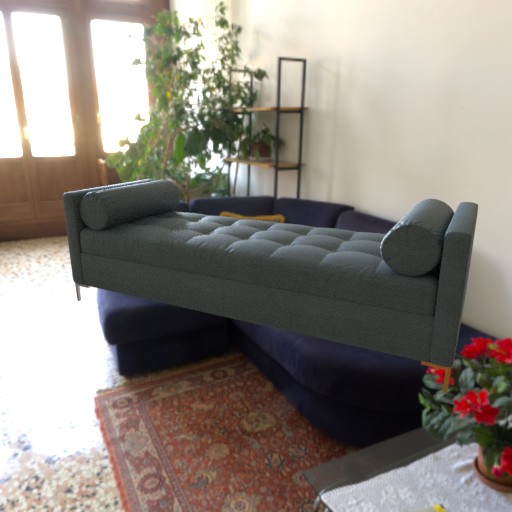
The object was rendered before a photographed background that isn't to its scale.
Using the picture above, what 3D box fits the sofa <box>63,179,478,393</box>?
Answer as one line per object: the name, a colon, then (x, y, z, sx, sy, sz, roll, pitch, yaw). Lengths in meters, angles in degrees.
sofa: (0.000, 0.000, 2.292, 1.981, 0.635, 0.686, 9, 19, 26)
